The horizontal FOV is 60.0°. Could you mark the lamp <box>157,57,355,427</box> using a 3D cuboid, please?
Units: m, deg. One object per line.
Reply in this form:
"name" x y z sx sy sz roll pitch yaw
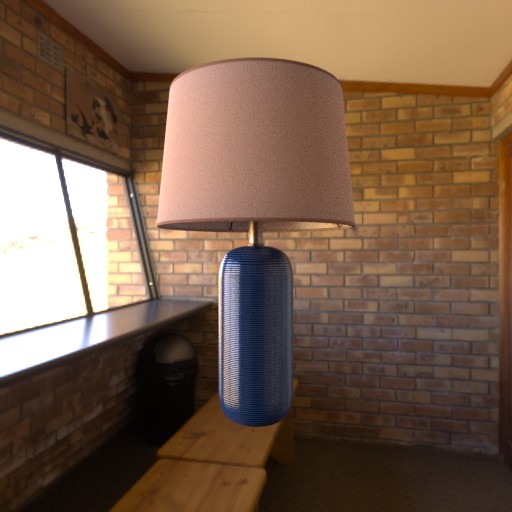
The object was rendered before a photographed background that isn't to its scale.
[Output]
"lamp" 0.000 0.000 0.839 0.367 0.609 0.367 0 0 0
